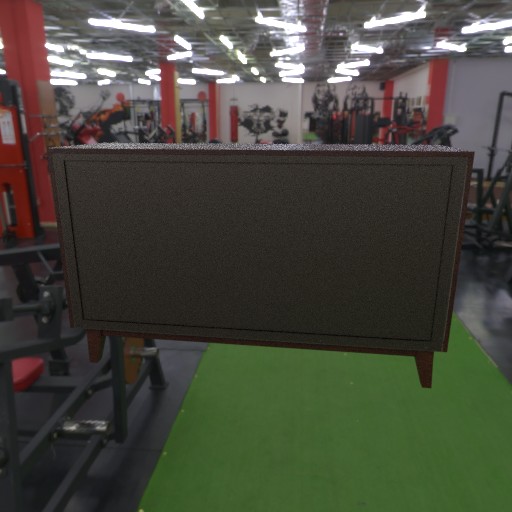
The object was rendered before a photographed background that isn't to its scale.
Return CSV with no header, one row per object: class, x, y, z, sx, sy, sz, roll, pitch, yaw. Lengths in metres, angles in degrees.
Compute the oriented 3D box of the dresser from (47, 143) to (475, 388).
dresser,0.000,0.000,2.022,1.609,0.971,0.499,2,17,8
